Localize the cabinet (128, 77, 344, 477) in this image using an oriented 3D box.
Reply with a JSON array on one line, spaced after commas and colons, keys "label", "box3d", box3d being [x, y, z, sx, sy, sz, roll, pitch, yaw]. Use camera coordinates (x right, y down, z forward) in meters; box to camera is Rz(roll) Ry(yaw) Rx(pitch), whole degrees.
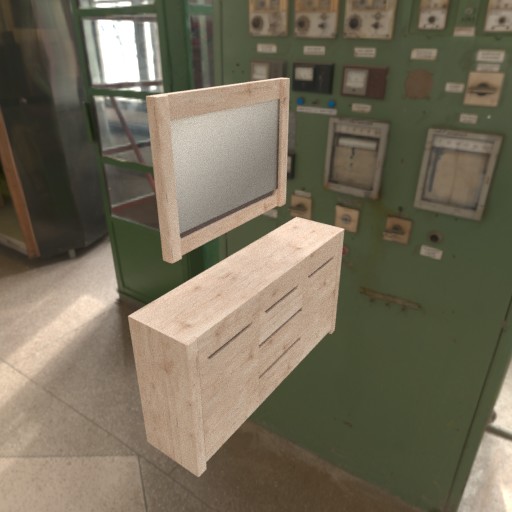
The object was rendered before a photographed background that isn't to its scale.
[{"label": "cabinet", "box3d": [0.000, 0.000, 2.777, 0.420, 1.981, 1.700, 18, 32, 31]}]
